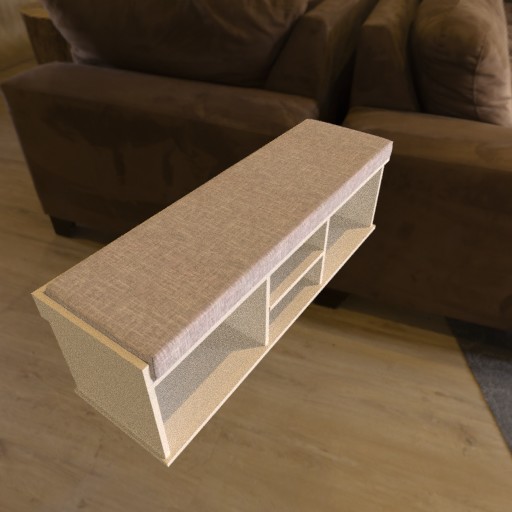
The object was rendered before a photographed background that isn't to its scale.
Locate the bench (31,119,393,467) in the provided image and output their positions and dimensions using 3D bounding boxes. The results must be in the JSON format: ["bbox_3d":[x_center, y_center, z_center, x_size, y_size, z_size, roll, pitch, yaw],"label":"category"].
[{"bbox_3d":[0.000,0.000,1.401,0.363,0.453,1.196,24,45,27],"label":"bench"}]
